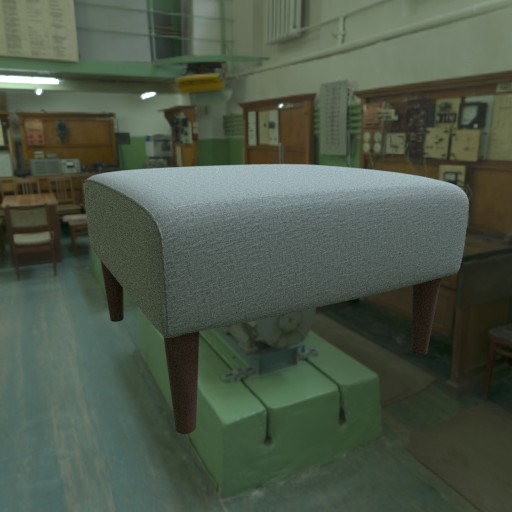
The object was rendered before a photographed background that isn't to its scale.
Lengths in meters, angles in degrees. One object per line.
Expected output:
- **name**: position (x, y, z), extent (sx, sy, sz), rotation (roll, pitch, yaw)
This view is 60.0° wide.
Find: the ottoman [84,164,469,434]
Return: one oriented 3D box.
- **ottoman**: position (0.000, 0.000, 1.030), extent (0.650, 0.398, 0.649), rotation (-8, 17, -28)
